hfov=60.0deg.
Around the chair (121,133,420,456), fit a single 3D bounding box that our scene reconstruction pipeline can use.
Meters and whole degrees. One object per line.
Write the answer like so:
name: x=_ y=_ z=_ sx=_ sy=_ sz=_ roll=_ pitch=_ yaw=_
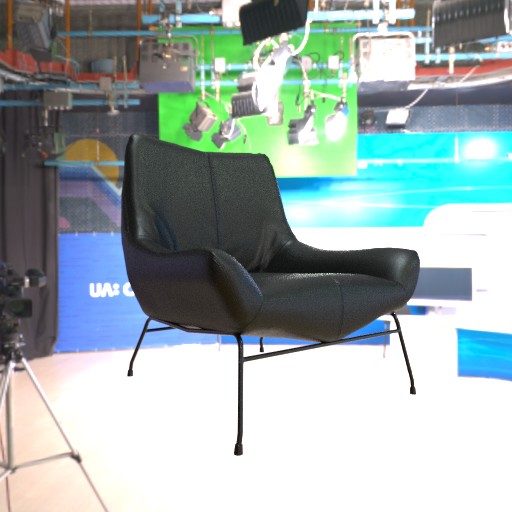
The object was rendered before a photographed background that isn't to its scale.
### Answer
chair: x=0.000 y=0.000 z=1.583 sx=0.836 sy=0.922 sz=0.826 roll=-1 pitch=1 yaw=-37
